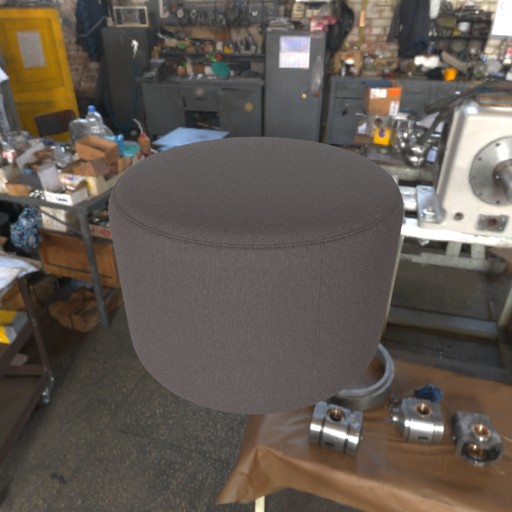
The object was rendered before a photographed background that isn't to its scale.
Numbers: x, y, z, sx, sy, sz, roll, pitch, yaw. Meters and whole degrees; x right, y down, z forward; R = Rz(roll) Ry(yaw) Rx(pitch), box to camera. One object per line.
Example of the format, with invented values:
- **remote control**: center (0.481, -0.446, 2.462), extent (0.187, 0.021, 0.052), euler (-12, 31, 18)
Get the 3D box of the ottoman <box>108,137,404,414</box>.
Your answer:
- **ottoman**: center (0.000, 0.000, 1.022), extent (0.608, 0.433, 0.608), euler (0, 30, 0)
